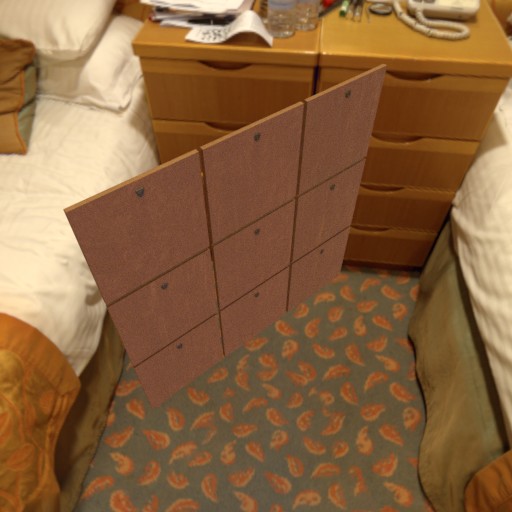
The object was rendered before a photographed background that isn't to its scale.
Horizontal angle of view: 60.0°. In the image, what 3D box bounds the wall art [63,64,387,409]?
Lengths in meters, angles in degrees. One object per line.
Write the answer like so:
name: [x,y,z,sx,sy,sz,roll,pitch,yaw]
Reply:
wall art: [0.000,0.000,1.355,0.915,0.913,0.018,-32,56,-25]
